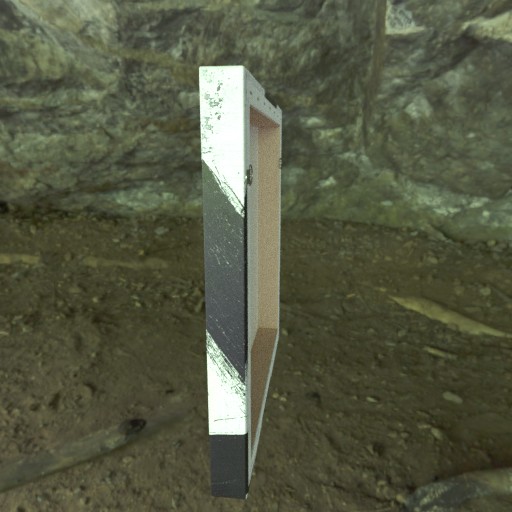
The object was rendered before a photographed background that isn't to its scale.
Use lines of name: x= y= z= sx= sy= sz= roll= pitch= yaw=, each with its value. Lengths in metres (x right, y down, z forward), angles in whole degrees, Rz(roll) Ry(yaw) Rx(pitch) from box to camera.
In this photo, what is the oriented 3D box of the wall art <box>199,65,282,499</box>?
wall art: x=0.000 y=0.000 z=0.740 sx=0.050 sy=0.508 sz=0.507 roll=2 pitch=14 yaw=7
